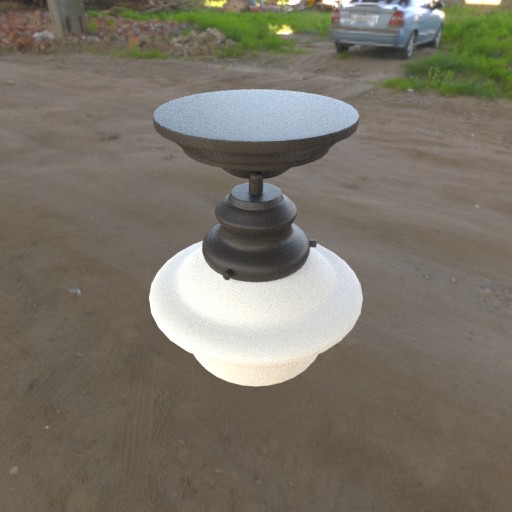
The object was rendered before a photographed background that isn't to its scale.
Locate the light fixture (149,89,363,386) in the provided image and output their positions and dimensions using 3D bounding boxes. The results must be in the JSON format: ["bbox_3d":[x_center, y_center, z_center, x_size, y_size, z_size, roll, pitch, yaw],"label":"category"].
[{"bbox_3d":[0.000,0.000,0.396,0.197,0.254,0.197,0,32,0],"label":"light fixture"}]
